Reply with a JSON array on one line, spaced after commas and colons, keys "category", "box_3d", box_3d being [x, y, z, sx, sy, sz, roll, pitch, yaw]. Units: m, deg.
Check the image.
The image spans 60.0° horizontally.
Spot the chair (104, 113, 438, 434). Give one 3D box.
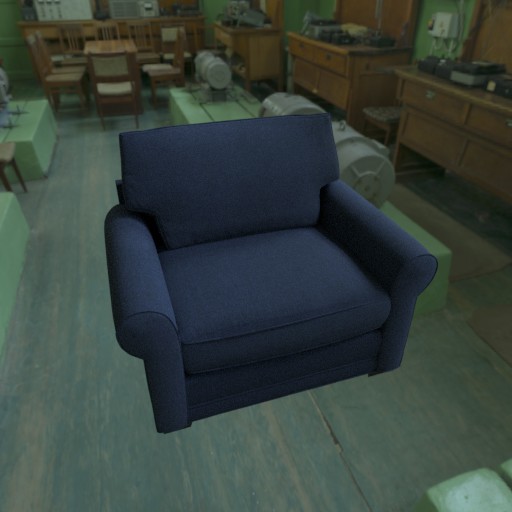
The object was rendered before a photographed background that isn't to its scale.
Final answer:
[{"category": "chair", "box_3d": [0.000, 0.000, 2.029, 1.285, 1.044, 0.963, -10, 34, -16]}]
